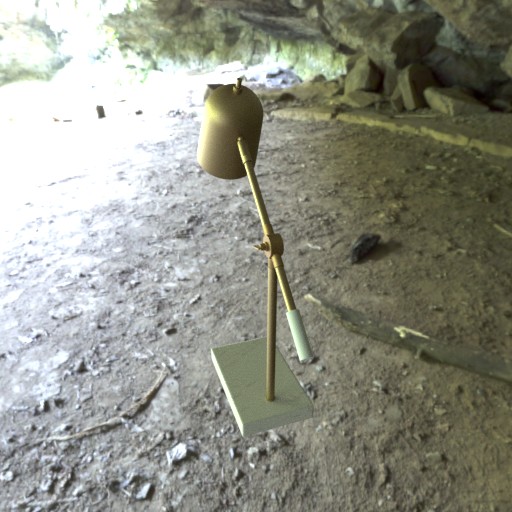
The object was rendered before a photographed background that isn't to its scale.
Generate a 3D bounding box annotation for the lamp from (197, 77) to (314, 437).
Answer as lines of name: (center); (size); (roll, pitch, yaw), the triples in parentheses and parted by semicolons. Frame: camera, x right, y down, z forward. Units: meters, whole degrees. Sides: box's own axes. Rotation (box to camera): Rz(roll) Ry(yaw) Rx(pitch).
lamp: (0.000, 0.000, 0.823); (0.144, 0.603, 0.471); (-9, 28, -17)
